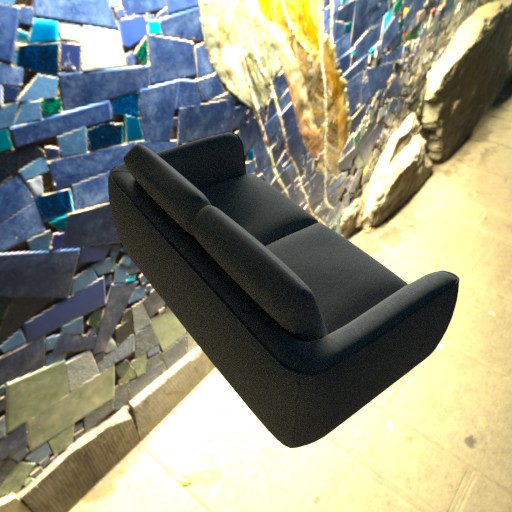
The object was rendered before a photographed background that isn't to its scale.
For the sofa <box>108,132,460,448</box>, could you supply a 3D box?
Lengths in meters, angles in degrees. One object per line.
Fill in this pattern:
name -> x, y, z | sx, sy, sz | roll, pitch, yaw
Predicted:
sofa -> 0.000, 0.000, 2.204 | 0.920, 0.870, 1.700 | -26, 47, -26
